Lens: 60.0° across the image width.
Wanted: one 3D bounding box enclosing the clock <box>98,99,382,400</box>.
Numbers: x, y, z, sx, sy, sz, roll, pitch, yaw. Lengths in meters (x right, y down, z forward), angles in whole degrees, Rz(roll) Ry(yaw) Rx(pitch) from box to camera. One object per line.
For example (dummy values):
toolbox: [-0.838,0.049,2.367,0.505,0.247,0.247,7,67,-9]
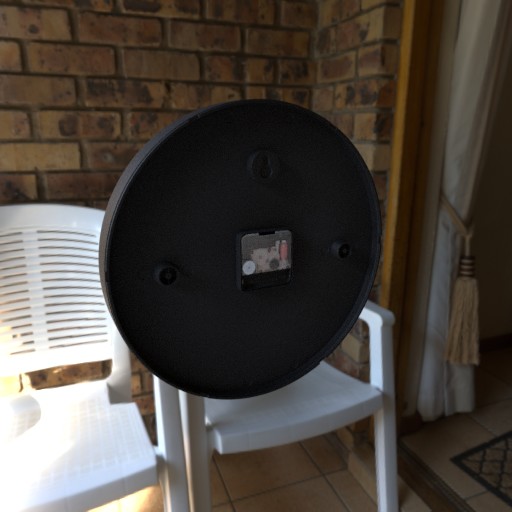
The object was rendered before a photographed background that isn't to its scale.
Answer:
clock: [0.000,0.000,0.439,0.293,0.293,0.040,-8,17,-26]
